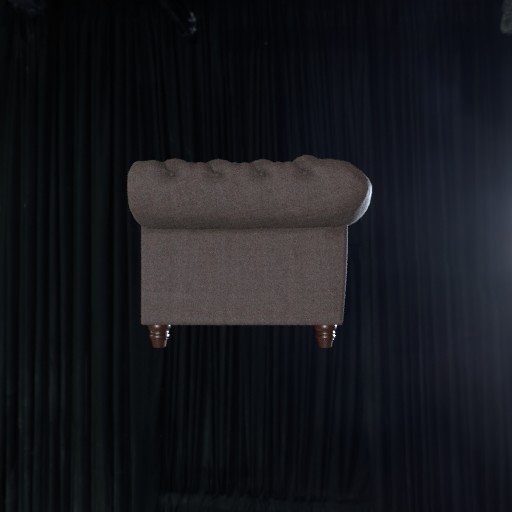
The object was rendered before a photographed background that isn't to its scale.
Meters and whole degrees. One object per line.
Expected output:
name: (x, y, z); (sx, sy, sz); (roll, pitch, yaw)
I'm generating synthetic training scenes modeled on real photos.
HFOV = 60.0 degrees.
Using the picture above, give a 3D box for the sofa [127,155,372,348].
sofa: (0.000, 0.000, 2.805); (0.944, 0.787, 2.385); (0, -1, 0)
